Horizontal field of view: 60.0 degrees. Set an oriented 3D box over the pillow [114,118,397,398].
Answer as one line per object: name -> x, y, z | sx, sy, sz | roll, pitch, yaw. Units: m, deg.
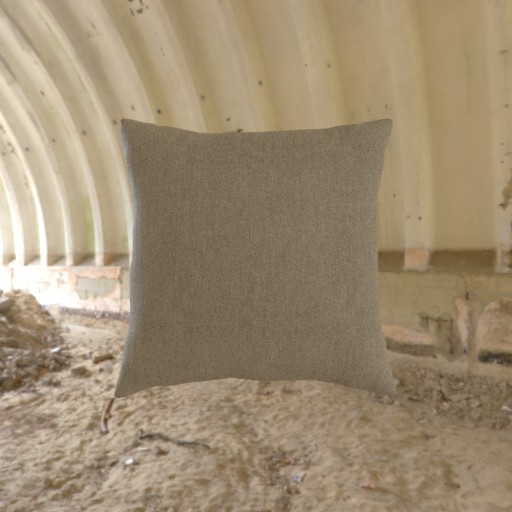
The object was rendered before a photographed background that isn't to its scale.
pillow -> 0.000, 0.000, 0.690 | 0.433, 0.436, 0.173 | 0, -1, 0
